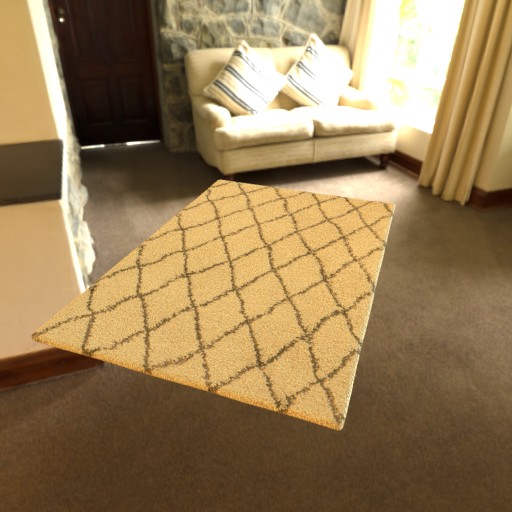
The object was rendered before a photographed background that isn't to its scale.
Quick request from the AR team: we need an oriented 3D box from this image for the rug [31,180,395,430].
[{"bbox_3d":[0.000,0.000,2.257,1.219,0.030,1.778,11,32,17],"label":"rug"}]
